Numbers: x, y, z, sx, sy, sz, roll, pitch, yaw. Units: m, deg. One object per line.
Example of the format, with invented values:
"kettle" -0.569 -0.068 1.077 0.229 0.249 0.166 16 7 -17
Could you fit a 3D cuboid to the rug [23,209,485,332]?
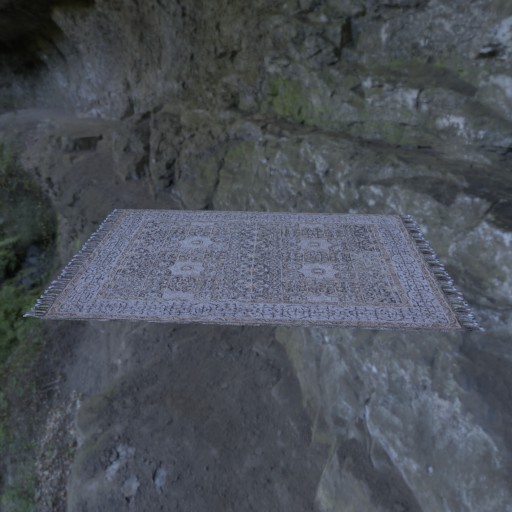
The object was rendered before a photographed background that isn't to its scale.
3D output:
"rug" 0.000 0.000 2.471 2.029 0.010 1.237 1 29 3
